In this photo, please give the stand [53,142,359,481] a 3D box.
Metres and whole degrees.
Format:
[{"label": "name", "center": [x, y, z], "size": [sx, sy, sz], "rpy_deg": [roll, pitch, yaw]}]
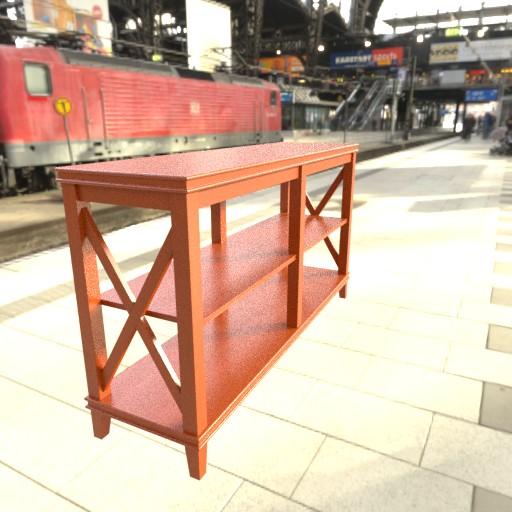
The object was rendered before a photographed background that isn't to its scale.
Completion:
[{"label": "stand", "center": [0.000, 0.000, 1.659], "size": [0.381, 0.762, 1.372], "rpy_deg": [8, 19, 25]}]
